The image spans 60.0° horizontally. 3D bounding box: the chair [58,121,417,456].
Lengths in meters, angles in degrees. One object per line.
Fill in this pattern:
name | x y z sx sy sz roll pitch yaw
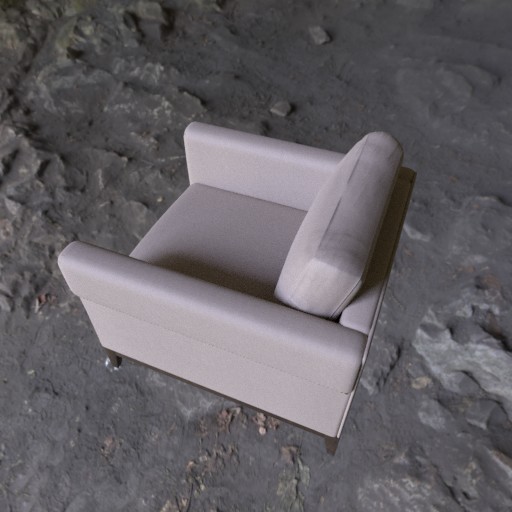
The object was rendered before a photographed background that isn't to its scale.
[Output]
chair | 0.000 0.000 1.678 0.959 0.838 0.914 17 48 15
